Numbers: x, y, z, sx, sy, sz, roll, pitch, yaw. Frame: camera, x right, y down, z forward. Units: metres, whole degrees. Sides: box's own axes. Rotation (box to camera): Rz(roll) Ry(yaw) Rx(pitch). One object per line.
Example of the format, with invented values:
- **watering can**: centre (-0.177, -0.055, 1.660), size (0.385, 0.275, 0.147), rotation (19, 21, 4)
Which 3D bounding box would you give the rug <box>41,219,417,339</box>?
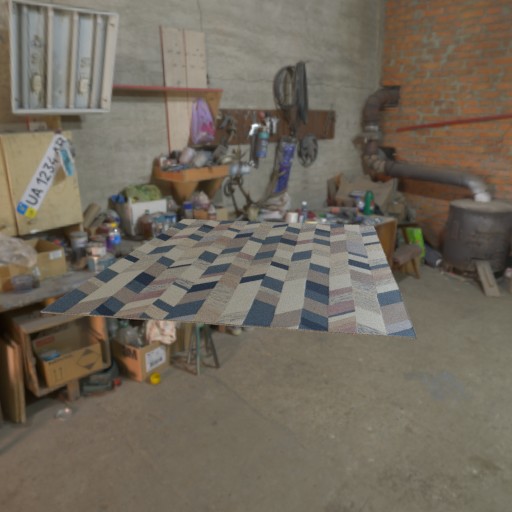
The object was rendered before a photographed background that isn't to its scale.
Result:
- **rug**: centre (0.000, 0.000, 4.232), size (2.451, 0.011, 3.072), rotation (3, 17, 9)
